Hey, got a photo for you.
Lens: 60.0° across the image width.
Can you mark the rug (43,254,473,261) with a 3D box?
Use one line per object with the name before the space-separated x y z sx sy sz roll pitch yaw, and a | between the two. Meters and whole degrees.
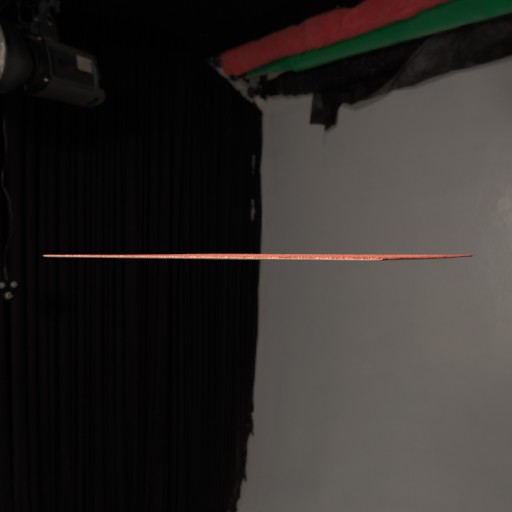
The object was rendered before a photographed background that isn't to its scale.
rug | 0.000 0.000 4.997 3.965 0.025 2.803 0 1 36
